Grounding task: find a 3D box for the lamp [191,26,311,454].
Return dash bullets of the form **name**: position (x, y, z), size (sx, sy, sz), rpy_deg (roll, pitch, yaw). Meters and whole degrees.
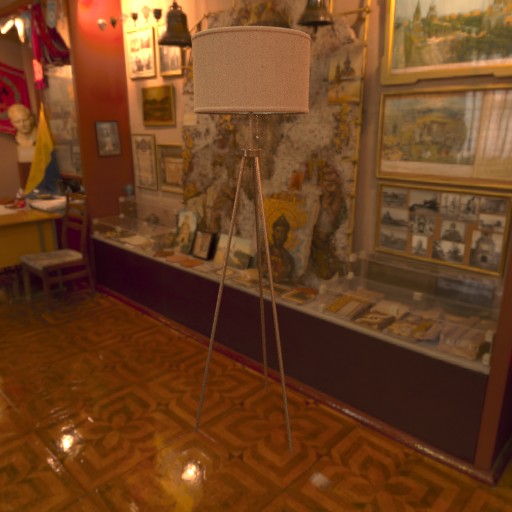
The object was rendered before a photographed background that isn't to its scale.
- **lamp**: position (0.000, 0.000, 1.722), size (0.449, 1.545, 0.460), rpy_deg (-15, 22, -42)
